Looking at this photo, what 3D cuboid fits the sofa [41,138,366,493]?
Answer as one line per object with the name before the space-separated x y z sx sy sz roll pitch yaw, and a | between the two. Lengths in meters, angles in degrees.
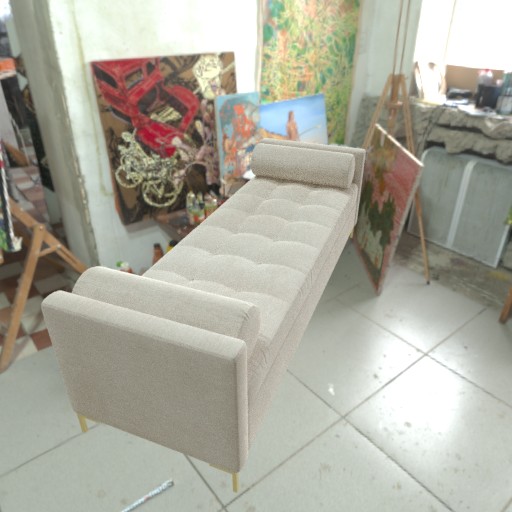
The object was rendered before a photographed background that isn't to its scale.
sofa | 0.000 0.000 2.222 0.686 0.635 1.981 12 33 19
